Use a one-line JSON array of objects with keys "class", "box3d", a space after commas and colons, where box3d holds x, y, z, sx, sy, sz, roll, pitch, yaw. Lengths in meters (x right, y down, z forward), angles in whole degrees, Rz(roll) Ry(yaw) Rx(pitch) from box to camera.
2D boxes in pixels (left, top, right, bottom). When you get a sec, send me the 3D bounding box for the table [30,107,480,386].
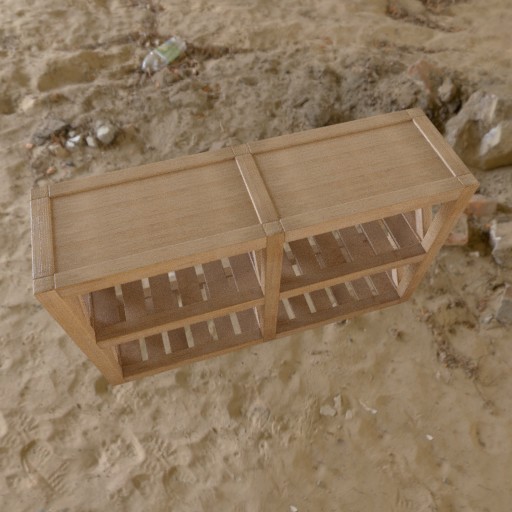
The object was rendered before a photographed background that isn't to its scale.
[{"class": "table", "box3d": [0.000, 0.000, 1.656, 1.320, 0.762, 0.381, -14, 58, -9]}]
